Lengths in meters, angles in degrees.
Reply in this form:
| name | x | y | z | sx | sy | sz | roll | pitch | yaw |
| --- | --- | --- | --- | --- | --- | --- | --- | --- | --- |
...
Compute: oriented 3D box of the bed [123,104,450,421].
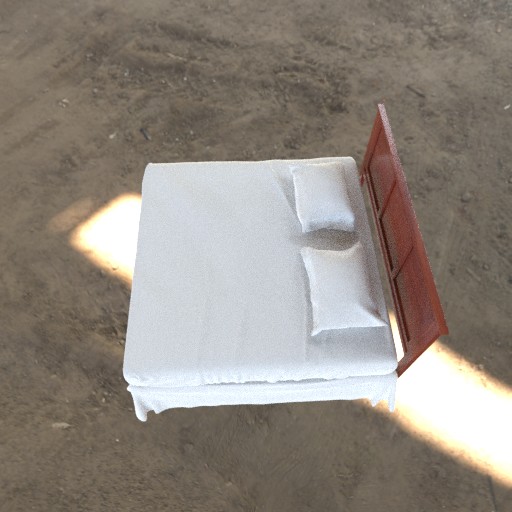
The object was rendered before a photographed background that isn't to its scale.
| name | x | y | z | sx | sy | sz | roll | pitch | yaw |
| --- | --- | --- | --- | --- | --- | --- | --- | --- | --- |
| bed | 0.000 | 0.000 | 3.630 | 2.219 | 1.271 | 2.314 | -2 | 59 | -1 |
